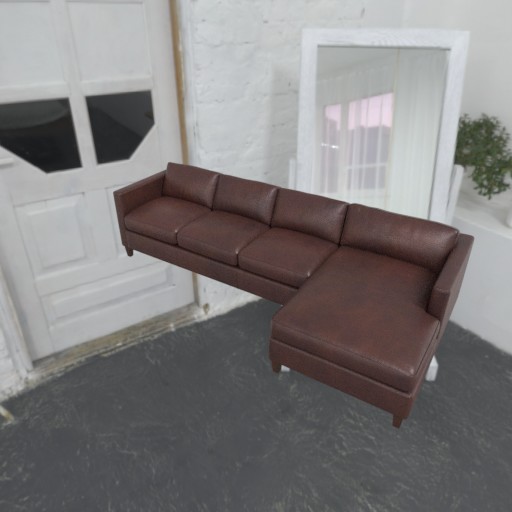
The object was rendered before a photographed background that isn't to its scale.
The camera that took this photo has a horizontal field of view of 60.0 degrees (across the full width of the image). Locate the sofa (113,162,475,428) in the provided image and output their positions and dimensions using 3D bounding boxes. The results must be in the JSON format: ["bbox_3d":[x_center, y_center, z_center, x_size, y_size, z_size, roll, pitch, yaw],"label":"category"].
[{"bbox_3d":[0.000,0.000,3.896,3.203,0.883,1.581,18,35,28],"label":"sofa"}]
